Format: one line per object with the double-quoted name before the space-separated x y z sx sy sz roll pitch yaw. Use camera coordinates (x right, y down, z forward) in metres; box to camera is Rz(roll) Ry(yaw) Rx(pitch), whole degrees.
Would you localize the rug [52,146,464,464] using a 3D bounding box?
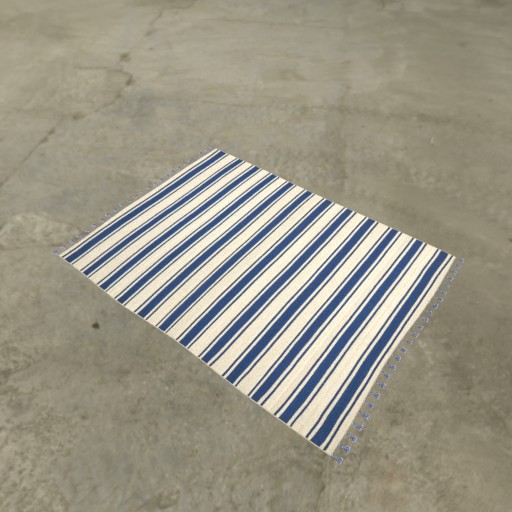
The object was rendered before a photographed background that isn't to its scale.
"rug" 0.000 0.000 4.475 3.416 0.016 2.471 29 53 25
